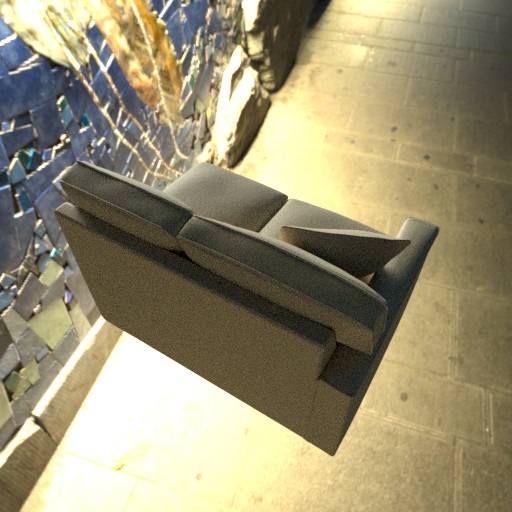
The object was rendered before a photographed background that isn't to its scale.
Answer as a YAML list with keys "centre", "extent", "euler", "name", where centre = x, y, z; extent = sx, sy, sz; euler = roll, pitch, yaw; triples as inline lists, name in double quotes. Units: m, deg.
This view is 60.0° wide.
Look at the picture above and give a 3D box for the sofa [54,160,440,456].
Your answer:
- centre: [0.000, 0.000, 2.090]
  extent: [1.388, 0.989, 0.991]
  euler: [24, 52, 21]
  name: "sofa"
